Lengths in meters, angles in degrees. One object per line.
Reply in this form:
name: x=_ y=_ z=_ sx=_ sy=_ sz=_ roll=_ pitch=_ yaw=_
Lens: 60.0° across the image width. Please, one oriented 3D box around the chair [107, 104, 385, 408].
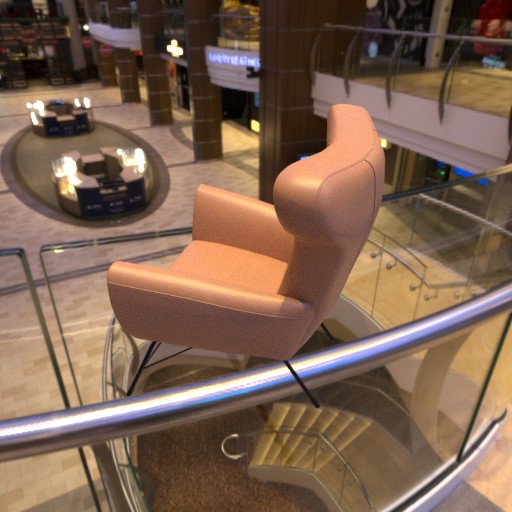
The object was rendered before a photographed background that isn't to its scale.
chair: x=0.000 y=0.000 z=1.782 sx=0.900 sy=1.050 sz=0.980 roll=8 pitch=31 yaw=14
